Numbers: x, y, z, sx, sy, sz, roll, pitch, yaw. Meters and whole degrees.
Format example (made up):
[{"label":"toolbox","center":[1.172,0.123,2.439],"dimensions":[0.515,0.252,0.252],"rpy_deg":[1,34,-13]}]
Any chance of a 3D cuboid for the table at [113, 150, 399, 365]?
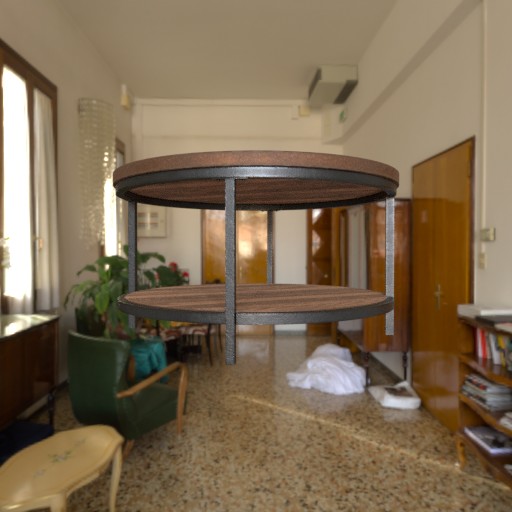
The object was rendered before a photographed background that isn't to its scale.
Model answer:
[{"label":"table","center":[0.000,0.000,1.364],"dimensions":[0.837,0.462,0.837],"rpy_deg":[0,1,0]}]
